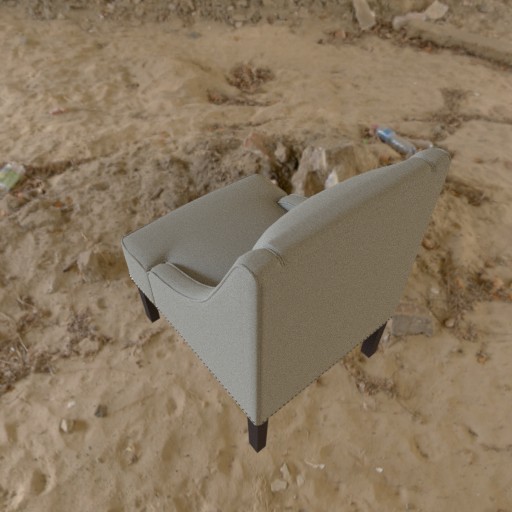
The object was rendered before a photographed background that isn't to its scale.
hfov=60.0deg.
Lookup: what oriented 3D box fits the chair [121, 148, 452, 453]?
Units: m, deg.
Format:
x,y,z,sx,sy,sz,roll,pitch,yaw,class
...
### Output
x,y,z,sx,sy,sz,roll,pitch,yaw,class
0.000,0.000,1.400,0.610,0.864,0.737,-31,53,-26,chair
